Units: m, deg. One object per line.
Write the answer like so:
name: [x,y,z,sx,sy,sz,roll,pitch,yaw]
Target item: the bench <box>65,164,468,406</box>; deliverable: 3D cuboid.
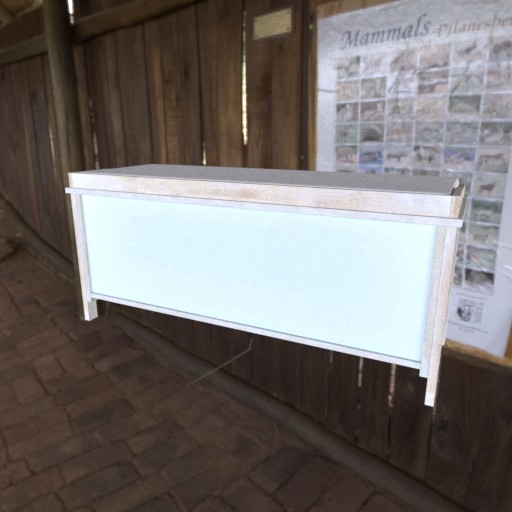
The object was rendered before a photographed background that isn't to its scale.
bench: [0.000,0.000,1.378,1.140,0.501,0.398,8,18,25]
